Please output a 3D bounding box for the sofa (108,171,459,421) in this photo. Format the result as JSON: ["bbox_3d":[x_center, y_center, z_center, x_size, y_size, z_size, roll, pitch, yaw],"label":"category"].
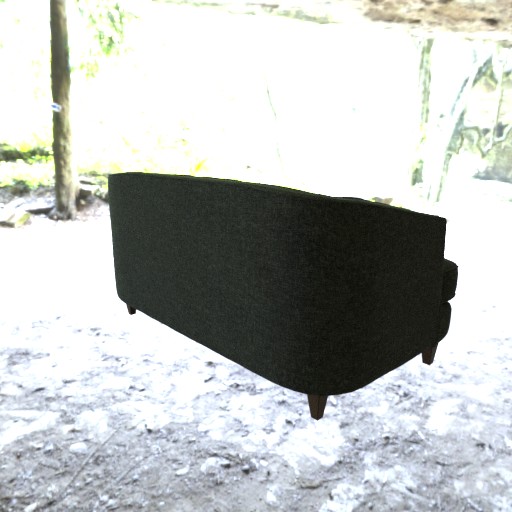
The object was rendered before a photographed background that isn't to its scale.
[{"bbox_3d":[0.000,0.000,2.280,0.941,0.855,1.733,-13,19,-41],"label":"sofa"}]
